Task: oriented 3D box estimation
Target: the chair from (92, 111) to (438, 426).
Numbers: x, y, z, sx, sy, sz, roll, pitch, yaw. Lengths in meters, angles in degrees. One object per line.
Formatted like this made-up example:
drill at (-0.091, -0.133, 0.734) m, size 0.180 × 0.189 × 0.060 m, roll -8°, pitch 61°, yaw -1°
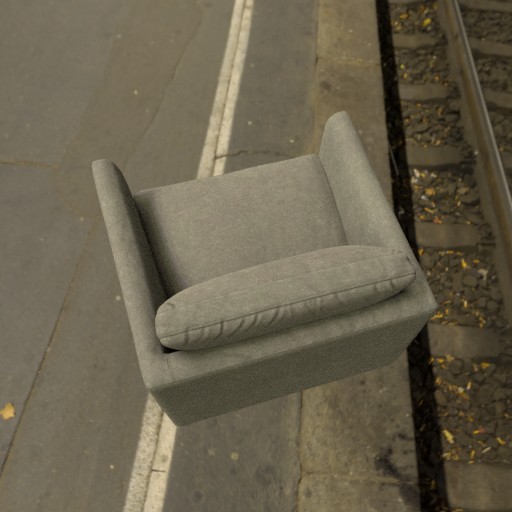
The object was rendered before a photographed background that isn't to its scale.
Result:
chair at (0.000, 0.000, 1.950) m, size 1.190 × 0.845 × 1.091 m, roll -14°, pitch 59°, yaw -8°
